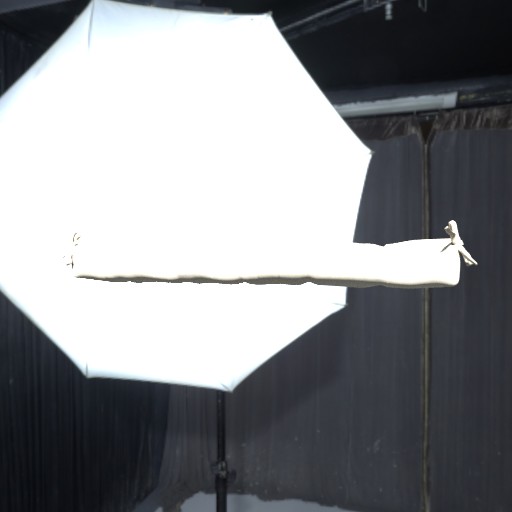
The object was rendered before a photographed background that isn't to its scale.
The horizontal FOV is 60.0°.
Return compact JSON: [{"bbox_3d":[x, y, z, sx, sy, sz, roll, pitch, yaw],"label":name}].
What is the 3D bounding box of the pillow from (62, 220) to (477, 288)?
[{"bbox_3d":[0.000,0.000,1.383,1.194,0.174,0.511,0,0,18],"label":"pillow"}]
